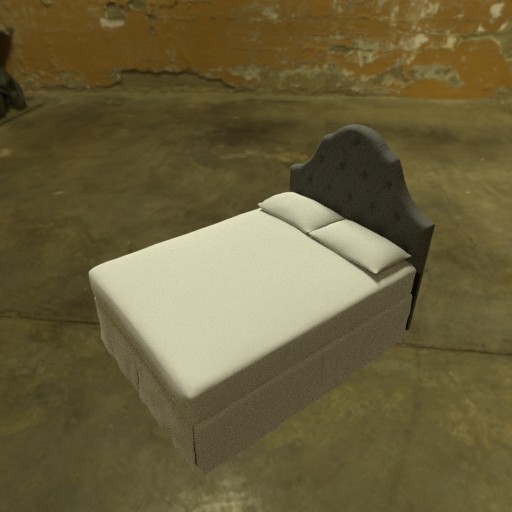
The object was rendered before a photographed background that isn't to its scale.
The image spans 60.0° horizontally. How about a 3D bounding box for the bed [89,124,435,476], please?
[{"bbox_3d":[0.000,0.000,3.333,2.155,1.575,1.636,-23,39,-31],"label":"bed"}]
